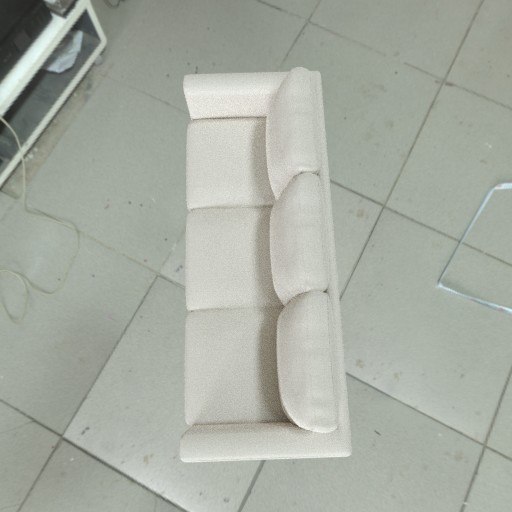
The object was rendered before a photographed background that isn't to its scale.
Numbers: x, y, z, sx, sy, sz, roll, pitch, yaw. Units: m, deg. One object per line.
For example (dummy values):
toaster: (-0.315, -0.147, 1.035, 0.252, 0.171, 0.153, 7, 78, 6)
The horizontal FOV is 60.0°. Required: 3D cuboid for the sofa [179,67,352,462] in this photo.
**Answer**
sofa: (0.000, 0.000, 2.476, 0.802, 0.912, 2.029, -2, 75, 0)
